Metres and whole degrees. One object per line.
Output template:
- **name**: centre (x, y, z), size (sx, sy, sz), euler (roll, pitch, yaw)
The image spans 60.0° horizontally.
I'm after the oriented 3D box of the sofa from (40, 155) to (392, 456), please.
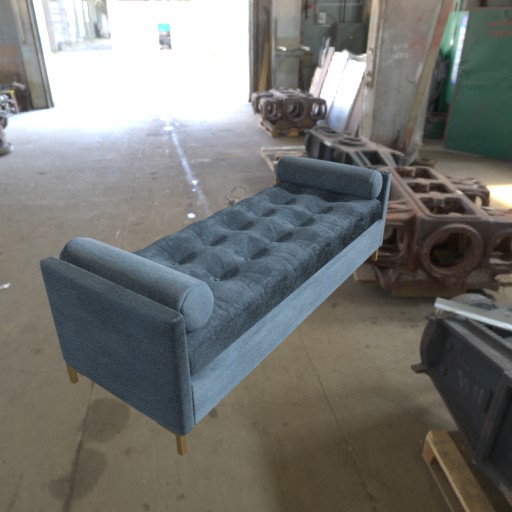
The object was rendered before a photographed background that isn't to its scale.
- **sofa**: centre (0.000, 0.000, 2.533), size (0.796, 0.705, 2.102), euler (18, 32, 31)
